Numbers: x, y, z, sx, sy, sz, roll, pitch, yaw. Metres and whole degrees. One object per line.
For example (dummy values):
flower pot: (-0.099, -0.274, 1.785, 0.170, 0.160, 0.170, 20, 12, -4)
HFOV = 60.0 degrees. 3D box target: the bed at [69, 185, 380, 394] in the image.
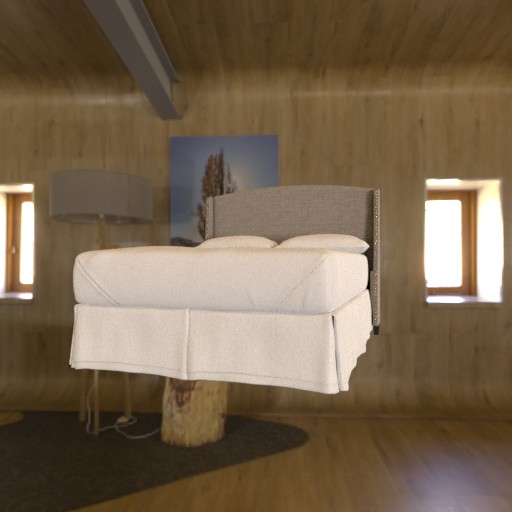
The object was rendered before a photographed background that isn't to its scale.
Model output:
bed: (0.000, 0.000, 3.407, 1.710, 1.407, 2.237, 0, -1, 19)
